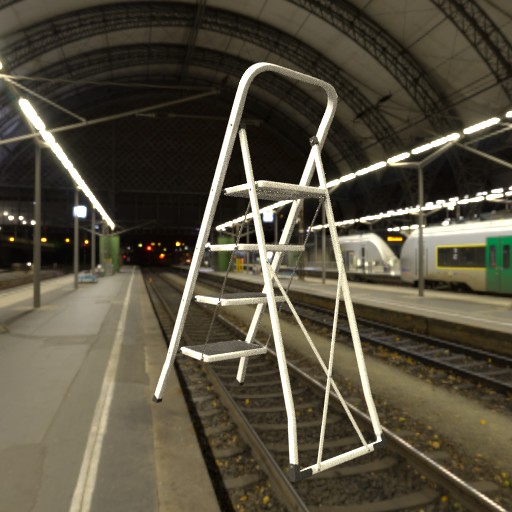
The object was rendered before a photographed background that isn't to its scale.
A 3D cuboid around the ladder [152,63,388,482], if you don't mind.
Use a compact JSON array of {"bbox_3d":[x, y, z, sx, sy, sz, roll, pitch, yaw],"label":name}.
[{"bbox_3d":[0.000,0.000,1.712,0.460,1.265,0.914,0,0,-36],"label":"ladder"}]
